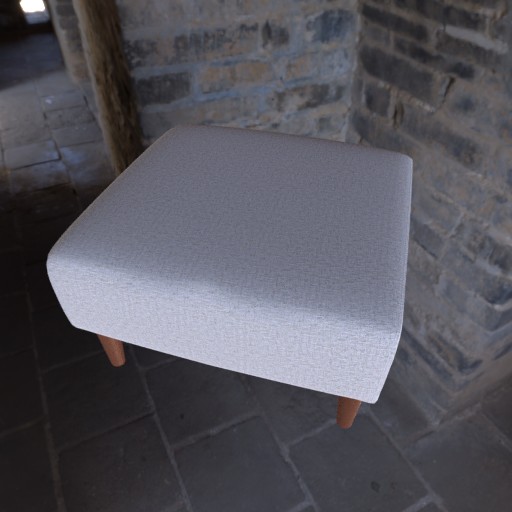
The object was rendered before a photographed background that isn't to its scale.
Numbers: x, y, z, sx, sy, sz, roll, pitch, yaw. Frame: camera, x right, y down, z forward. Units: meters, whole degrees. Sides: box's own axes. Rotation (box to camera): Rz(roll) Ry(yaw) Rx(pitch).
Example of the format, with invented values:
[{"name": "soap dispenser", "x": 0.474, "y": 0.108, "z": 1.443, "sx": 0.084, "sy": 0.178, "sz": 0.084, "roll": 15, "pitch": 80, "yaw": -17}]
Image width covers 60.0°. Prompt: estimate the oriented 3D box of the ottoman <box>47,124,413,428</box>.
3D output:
[{"name": "ottoman", "x": 0.000, "y": 0.000, "z": 1.077, "sx": 0.655, "sy": 0.399, "sz": 0.648, "roll": 11, "pitch": 42, "yaw": 12}]
